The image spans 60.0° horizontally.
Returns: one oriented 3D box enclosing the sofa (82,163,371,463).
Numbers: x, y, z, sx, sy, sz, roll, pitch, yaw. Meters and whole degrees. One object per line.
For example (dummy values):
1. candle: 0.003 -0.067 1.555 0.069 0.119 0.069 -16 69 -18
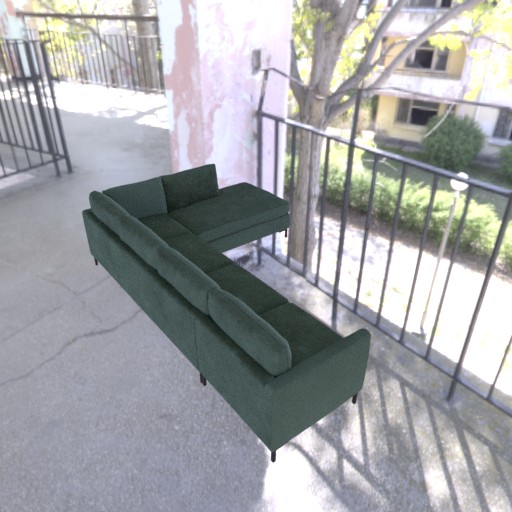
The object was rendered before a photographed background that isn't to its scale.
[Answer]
1. sofa: 0.000 0.000 3.292 1.707 0.687 2.486 -21 36 -32
